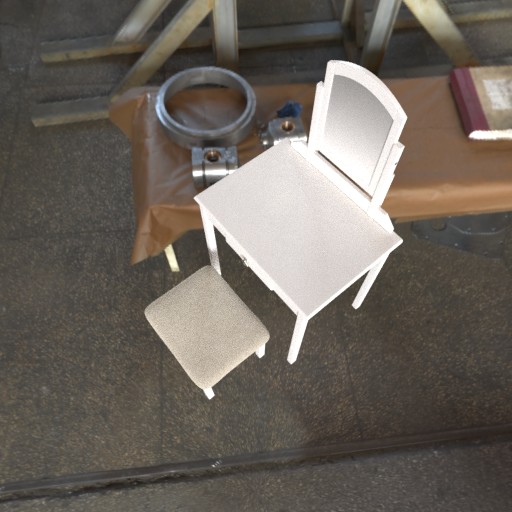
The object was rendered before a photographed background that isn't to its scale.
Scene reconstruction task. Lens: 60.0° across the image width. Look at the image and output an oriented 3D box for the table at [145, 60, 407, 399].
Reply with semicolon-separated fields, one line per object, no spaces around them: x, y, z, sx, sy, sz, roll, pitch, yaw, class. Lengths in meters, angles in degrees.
0.000;0.000;2.260;1.211;1.631;0.876;-36;68;-17;table
